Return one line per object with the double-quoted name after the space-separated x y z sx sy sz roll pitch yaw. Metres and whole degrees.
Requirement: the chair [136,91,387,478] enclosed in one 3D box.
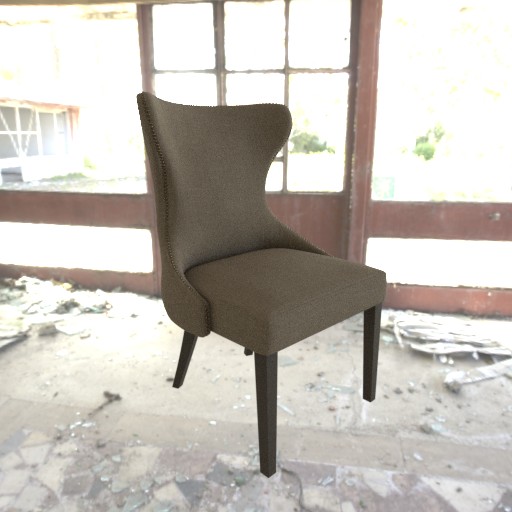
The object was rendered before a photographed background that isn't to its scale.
0.000 0.000 1.393 0.628 0.967 0.635 -14 20 -42 "chair"
